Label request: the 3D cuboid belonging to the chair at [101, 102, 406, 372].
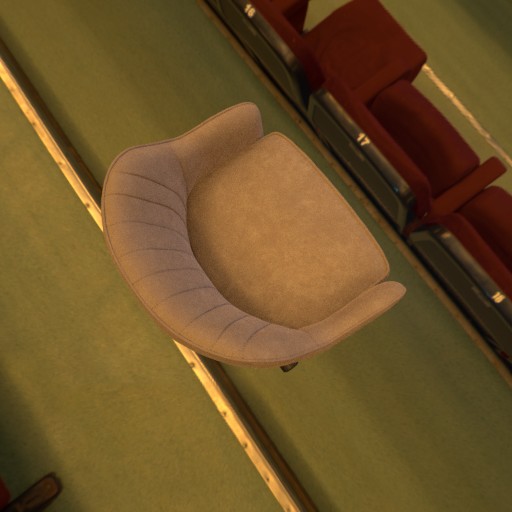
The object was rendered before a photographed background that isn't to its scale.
[{"bbox_3d":[0.000,0.000,1.221,0.573,0.831,0.635,-35,78,-8],"label":"chair"}]
